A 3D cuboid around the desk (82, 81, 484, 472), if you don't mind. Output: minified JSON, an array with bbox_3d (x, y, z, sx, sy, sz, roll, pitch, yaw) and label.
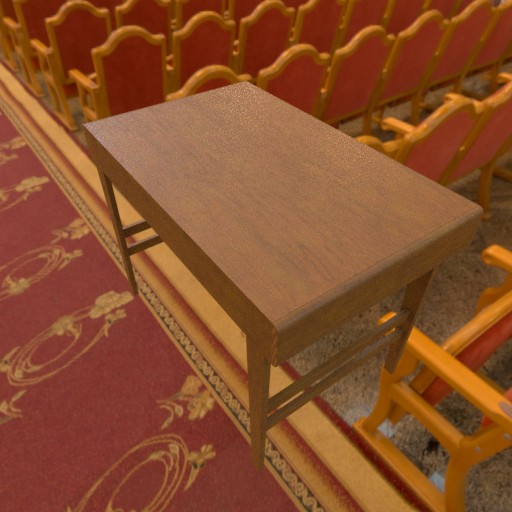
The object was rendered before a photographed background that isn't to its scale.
[{"bbox_3d":[0.000,0.000,1.542,0.660,0.754,1.066,-26,48,-26],"label":"desk"}]
